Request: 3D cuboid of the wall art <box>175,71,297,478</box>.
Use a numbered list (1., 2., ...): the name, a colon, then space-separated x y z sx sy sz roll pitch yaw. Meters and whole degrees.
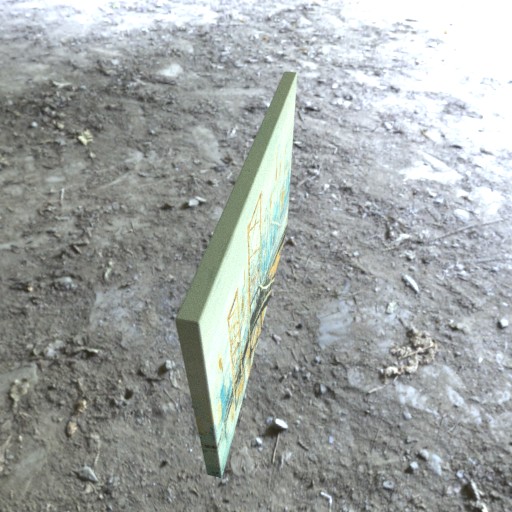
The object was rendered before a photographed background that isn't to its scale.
1. wall art: 0.000 0.000 1.167 0.038 0.609 0.913 9 45 9
